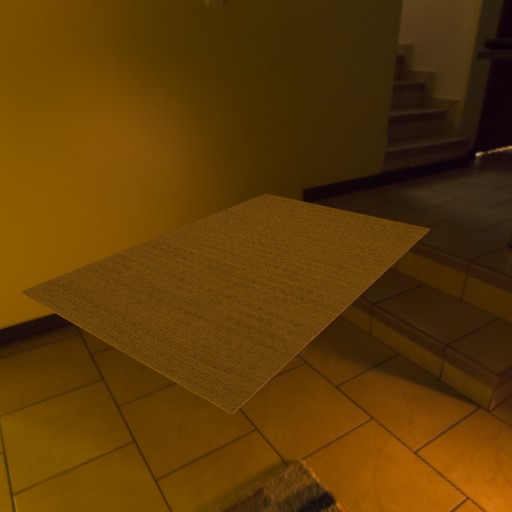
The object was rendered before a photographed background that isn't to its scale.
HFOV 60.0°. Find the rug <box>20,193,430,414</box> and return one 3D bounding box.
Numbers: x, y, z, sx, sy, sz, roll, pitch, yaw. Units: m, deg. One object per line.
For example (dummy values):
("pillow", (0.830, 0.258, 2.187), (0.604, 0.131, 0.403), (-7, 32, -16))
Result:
("rug", (0.000, 0.000, 2.173), (1.142, 0.006, 1.752), (17, 30, 33))
